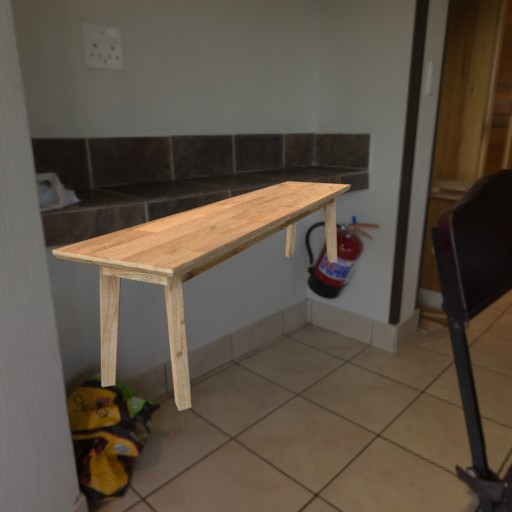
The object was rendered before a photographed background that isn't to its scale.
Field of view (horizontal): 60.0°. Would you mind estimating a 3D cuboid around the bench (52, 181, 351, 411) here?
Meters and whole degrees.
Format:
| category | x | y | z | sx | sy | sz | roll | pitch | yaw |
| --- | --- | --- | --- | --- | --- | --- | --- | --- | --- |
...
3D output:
| category | x | y | z | sx | sy | sz | roll | pitch | yaw |
| --- | --- | --- | --- | --- | --- | --- | --- | --- | --- |
| bench | 0.000 | 0.000 | 1.873 | 0.378 | 0.431 | 1.698 | 7 | 18 | 24 |
